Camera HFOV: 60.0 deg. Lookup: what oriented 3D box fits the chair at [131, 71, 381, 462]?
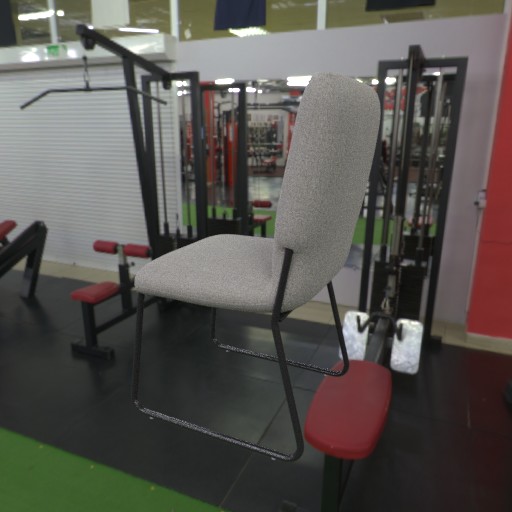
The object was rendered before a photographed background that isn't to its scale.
[{"bbox_3d":[0.000,0.000,1.188,0.560,0.864,0.448,8,18,25],"label":"chair"}]
